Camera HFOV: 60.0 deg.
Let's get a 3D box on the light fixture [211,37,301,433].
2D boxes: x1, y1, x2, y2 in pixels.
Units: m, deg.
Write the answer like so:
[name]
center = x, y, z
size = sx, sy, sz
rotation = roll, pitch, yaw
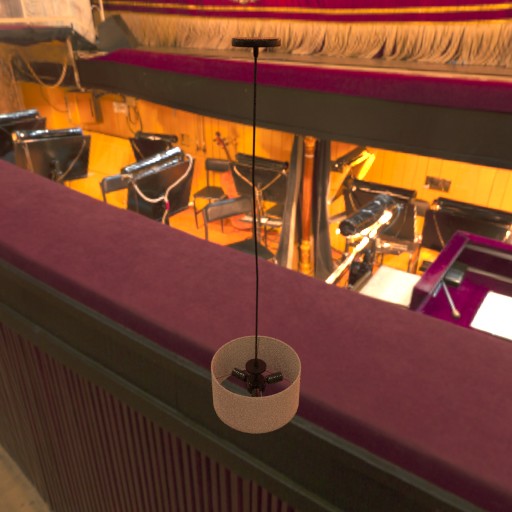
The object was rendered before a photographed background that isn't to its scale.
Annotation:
[light fixture]
center = 0.000, 0.000, 1.717
size = 0.399, 1.516, 0.399
rotation = 0, 28, 0
